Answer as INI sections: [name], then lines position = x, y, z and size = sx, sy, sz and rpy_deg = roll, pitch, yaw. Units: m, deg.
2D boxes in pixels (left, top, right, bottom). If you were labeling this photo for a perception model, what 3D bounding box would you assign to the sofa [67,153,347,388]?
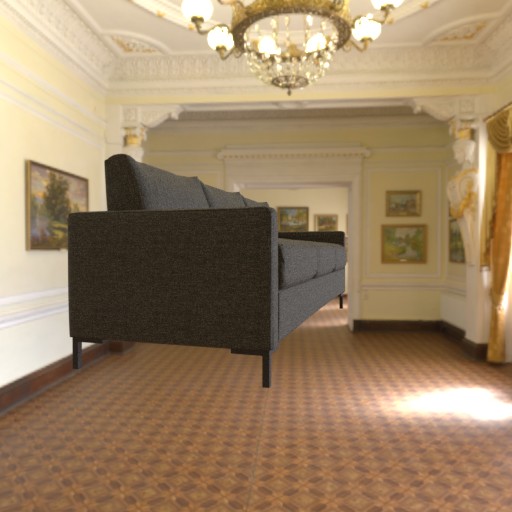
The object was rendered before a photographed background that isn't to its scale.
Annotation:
[sofa]
position = 0.000, 0.000, 2.680
size = 0.876, 0.879, 2.253
rpy_deg = 0, 1, 18
